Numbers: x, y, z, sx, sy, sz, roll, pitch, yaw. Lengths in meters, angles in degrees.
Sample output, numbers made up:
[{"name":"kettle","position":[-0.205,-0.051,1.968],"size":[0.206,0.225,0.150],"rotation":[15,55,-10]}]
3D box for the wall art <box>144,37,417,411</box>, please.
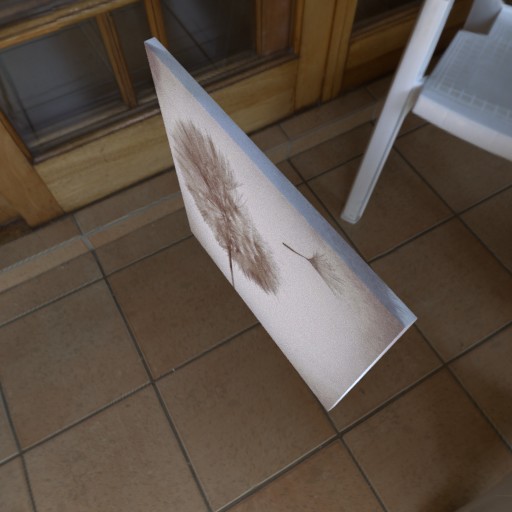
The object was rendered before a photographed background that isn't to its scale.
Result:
[{"name":"wall art","position":[0.000,0.000,1.116],"size":[0.027,0.762,0.762],"rotation":[-32,67,-16]}]
